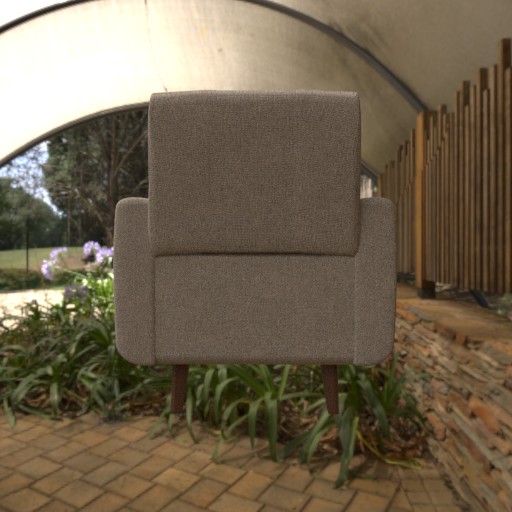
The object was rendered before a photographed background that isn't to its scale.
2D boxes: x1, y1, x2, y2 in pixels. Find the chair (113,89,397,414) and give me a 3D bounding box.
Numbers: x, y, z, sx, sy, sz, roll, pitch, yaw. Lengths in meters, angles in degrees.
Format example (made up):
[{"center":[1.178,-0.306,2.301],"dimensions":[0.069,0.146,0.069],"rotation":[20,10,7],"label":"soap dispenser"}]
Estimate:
[{"center":[0.000,0.000,1.699],"dimensions":[0.845,0.968,0.942],"rotation":[0,0,1],"label":"chair"}]
